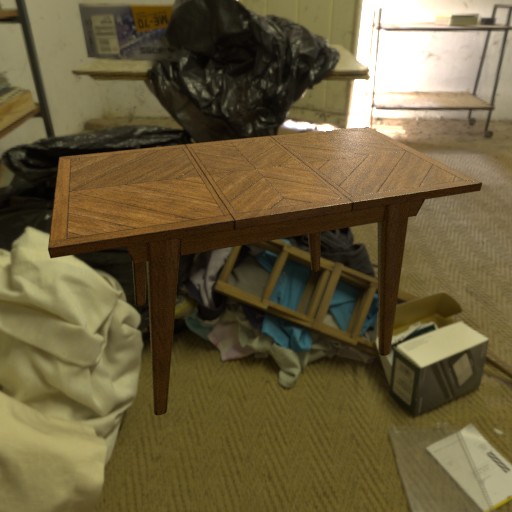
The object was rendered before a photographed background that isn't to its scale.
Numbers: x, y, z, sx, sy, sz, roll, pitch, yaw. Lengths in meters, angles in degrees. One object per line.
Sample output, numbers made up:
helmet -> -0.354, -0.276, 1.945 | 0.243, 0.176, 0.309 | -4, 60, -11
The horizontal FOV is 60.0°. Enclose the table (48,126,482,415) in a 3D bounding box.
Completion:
table -> 0.000, 0.000, 1.848 | 1.400, 0.760, 0.757 | -10, 33, -16
